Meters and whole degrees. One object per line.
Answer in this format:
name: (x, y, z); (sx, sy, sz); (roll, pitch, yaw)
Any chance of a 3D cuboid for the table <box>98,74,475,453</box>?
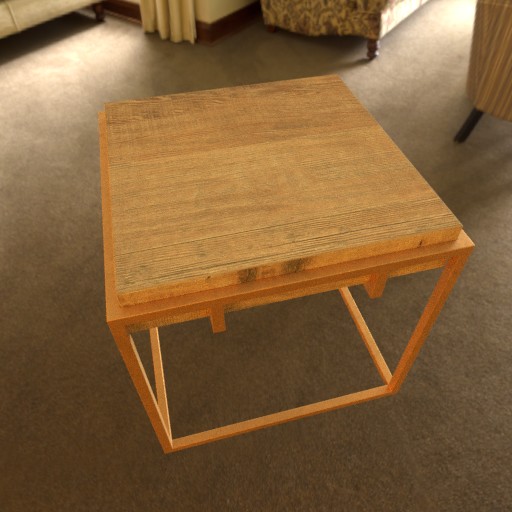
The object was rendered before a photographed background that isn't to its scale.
table: (0.000, 0.000, 1.076); (0.599, 0.584, 0.599); (-11, 49, -10)
